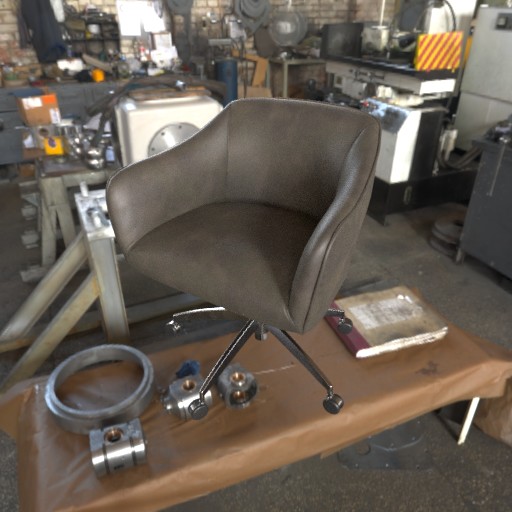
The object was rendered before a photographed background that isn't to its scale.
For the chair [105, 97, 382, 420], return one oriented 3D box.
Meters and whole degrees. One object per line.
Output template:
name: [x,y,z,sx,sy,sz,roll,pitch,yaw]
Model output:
chair: [0.000,0.000,1.372,0.713,0.827,0.689,18,35,28]
